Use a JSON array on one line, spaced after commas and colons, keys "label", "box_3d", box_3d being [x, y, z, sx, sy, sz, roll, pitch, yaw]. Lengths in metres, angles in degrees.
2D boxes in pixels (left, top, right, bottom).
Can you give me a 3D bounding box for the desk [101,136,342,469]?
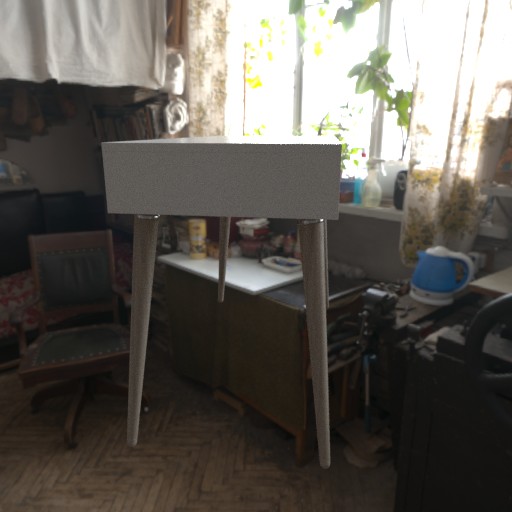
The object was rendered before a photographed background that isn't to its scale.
[{"label": "desk", "box_3d": [0.000, 0.000, 1.408, 0.491, 0.723, 0.979, 2, 16, 8]}]
